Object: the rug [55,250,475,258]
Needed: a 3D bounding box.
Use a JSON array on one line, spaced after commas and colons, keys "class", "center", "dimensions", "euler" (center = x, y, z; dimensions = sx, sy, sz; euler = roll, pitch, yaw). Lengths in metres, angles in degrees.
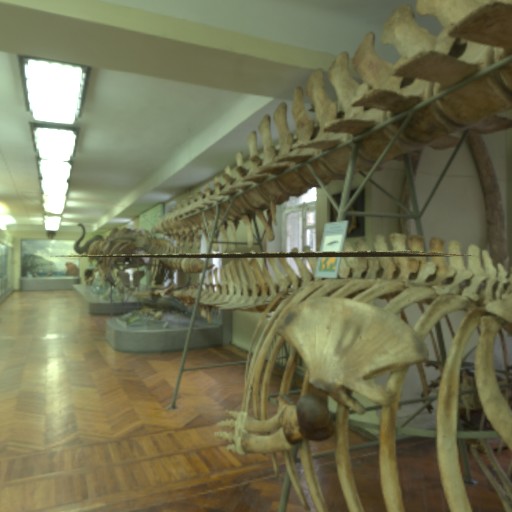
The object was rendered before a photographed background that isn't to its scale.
[{"class": "rug", "center": [0.000, 0.000, 2.944], "dimensions": [2.438, 0.008, 1.524], "euler": [-1, -1, 35]}]
